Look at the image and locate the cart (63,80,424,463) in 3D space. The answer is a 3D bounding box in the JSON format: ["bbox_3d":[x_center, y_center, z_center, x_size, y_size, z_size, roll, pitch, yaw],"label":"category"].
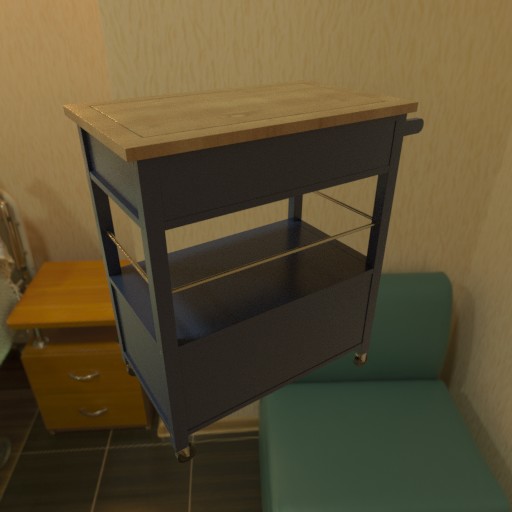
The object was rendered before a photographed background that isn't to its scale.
[{"bbox_3d":[0.000,0.000,1.348,0.840,0.901,0.459,-18,34,-29],"label":"cart"}]
